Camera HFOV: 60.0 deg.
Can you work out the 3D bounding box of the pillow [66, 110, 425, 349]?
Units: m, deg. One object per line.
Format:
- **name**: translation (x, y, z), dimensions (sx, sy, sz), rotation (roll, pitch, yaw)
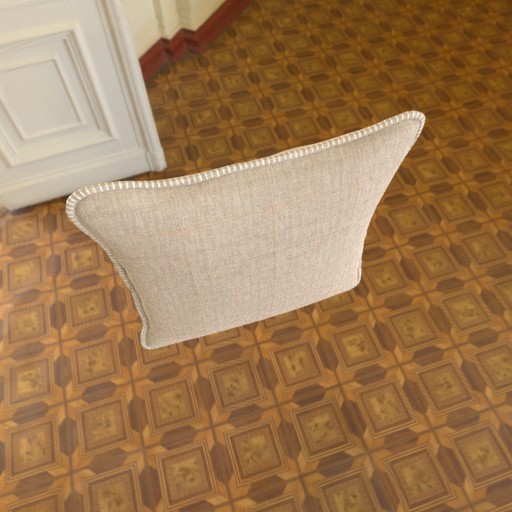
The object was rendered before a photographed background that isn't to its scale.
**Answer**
- **pillow**: translation (0.000, 0.000, 0.754), dimensions (0.485, 0.494, 0.124), rotation (-15, 59, -10)
